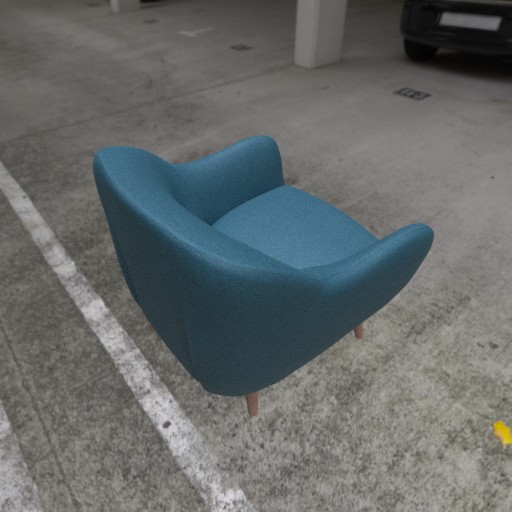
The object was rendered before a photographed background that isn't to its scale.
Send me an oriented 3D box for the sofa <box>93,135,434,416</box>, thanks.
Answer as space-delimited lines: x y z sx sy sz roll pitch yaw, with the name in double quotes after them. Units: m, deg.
0.000 0.000 1.537 0.825 0.817 0.836 -27 48 -28 "sofa"
